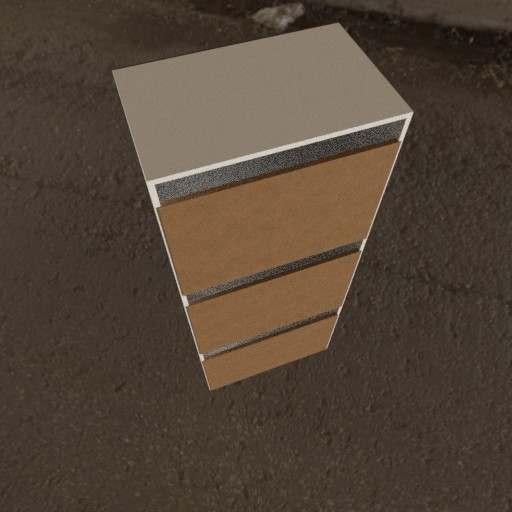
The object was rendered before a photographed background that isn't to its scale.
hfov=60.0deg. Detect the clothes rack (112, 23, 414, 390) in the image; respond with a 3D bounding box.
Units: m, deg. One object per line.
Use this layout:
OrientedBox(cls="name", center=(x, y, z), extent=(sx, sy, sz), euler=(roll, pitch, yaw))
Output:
OrientedBox(cls="clothes rack", center=(0.000, 0.000, 1.352), extent=(0.500, 1.187, 0.330), euler=(-17, 59, -11))
